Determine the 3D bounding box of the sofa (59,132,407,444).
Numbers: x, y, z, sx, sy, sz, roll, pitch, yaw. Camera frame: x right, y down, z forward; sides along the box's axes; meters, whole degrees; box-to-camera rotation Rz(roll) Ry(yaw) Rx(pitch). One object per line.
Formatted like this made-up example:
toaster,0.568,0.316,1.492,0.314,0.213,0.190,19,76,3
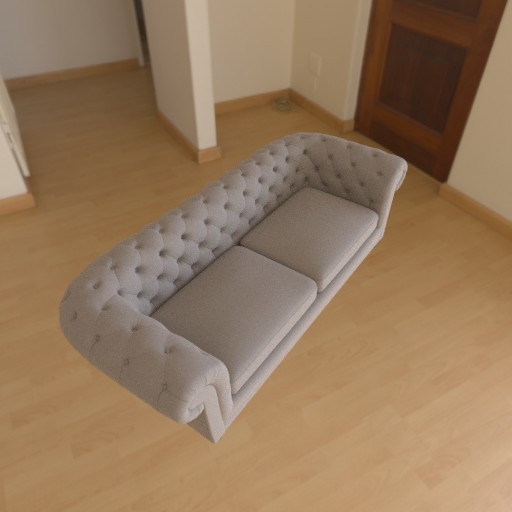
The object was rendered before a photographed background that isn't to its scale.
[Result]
sofa,0.000,0.000,2.817,0.991,0.749,2.411,25,47,26
